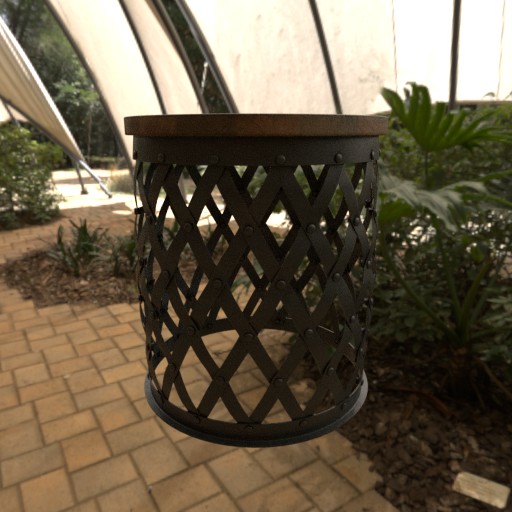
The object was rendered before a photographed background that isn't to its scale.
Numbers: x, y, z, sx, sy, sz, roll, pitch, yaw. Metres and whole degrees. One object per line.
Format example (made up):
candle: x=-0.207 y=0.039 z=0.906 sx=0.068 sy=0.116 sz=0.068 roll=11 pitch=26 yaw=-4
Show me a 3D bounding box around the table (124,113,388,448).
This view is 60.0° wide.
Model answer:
table: x=0.000 y=0.000 z=0.765 sx=0.405 sy=0.454 sz=0.405 roll=0 pitch=16 yaw=0
